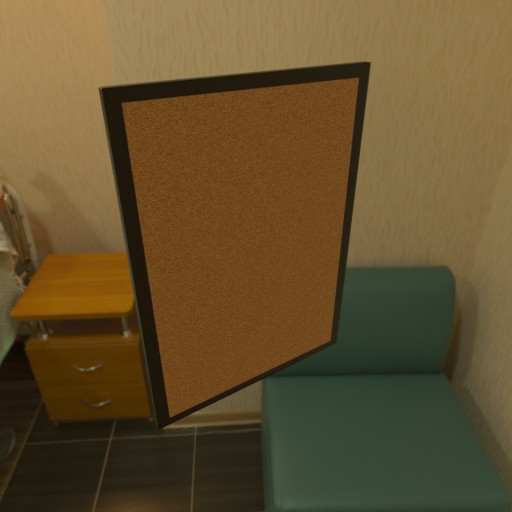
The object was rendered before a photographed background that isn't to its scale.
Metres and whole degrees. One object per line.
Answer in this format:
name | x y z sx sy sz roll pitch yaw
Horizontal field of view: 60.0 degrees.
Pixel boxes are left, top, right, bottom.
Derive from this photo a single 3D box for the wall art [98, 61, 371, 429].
wall art | 0.000 0.000 0.851 0.480 0.657 0.016 -18 35 -28
